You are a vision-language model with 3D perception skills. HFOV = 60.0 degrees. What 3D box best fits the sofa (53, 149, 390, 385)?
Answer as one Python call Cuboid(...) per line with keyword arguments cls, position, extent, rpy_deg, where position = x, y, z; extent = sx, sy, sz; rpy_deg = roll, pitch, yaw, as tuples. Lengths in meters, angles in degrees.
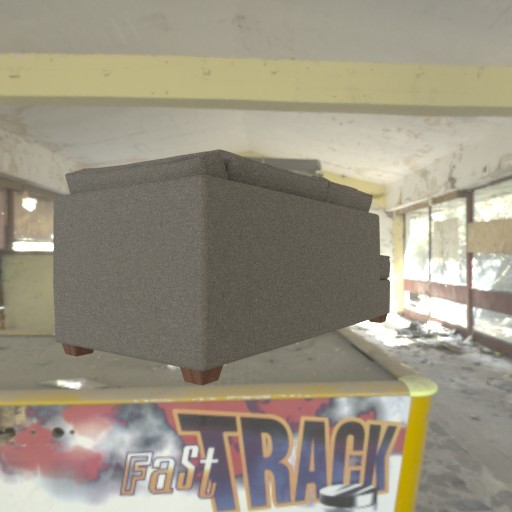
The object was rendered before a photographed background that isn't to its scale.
Cuboid(cls="sofa", position=(0.000, 0.000, 2.921), extent=(1.110, 1.033, 2.237), rpy_deg=(0, 0, 35))
